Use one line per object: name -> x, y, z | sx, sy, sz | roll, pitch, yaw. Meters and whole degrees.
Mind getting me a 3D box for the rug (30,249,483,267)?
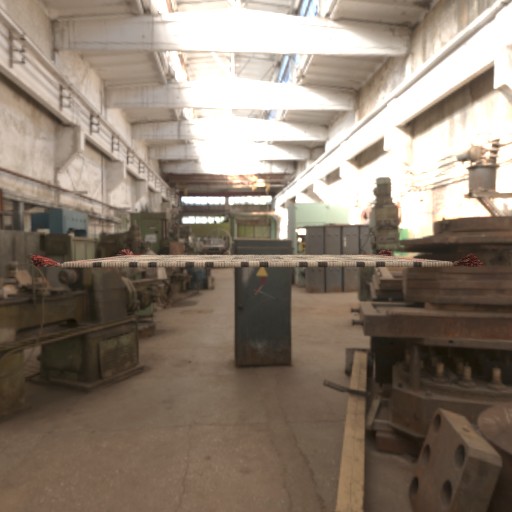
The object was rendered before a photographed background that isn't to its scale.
rug -> 0.000, 0.000, 2.667 | 2.069, 0.067, 1.444 | 0, 2, -2
